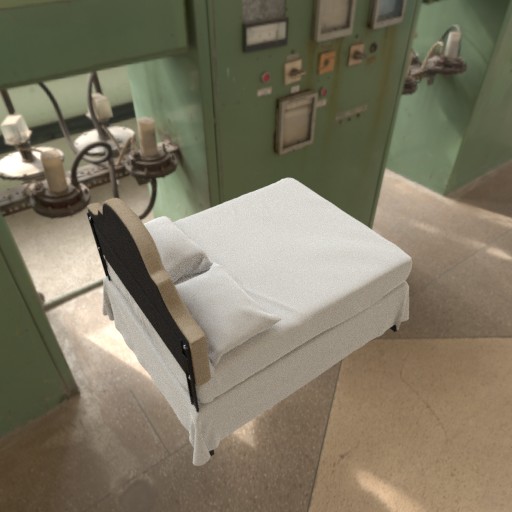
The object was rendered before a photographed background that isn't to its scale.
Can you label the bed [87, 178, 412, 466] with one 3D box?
[{"bbox_3d":[0.000,0.000,3.489,2.222,1.634,1.780,-25,47,-26],"label":"bed"}]
